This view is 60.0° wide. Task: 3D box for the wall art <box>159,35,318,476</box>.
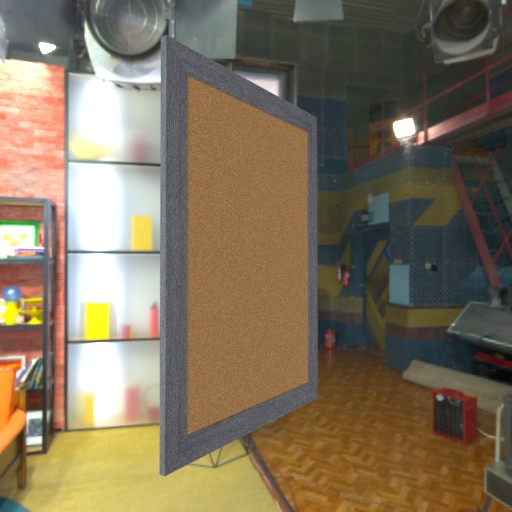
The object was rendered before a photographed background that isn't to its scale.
[{"bbox_3d":[0.000,0.000,1.389,0.020,1.070,0.768,-1,-1,36],"label":"wall art"}]
